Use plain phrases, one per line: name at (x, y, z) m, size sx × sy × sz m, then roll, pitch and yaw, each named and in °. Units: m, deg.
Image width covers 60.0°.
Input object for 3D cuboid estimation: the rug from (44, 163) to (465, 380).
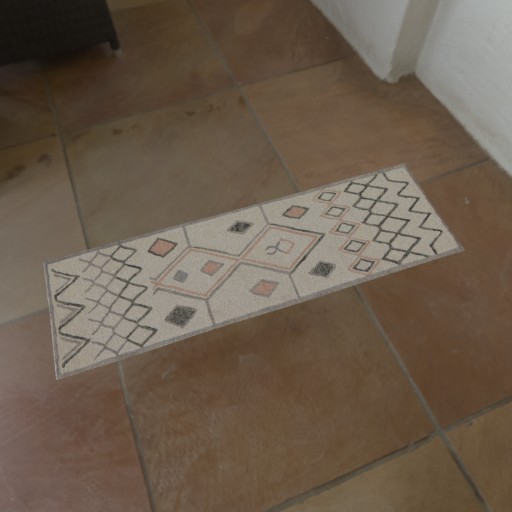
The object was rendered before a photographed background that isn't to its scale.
rug at (0.000, 0.000, 2.677) m, size 2.435 × 0.011 × 0.750 m, roll -16°, pitch 60°, yaw -10°
